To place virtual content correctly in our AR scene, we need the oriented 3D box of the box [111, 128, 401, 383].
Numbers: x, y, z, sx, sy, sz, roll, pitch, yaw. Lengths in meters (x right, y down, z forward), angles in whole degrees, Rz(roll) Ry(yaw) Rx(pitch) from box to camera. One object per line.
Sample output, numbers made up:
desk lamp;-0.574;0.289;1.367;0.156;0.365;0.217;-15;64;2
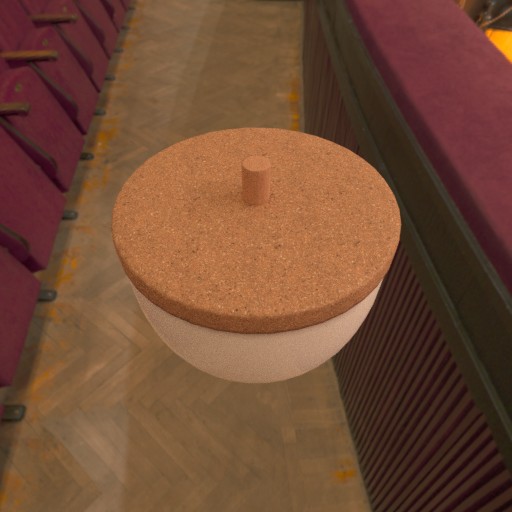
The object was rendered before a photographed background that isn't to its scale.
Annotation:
box;0.000;0.000;0.188;0.107;0.094;0.107;0;46;0
